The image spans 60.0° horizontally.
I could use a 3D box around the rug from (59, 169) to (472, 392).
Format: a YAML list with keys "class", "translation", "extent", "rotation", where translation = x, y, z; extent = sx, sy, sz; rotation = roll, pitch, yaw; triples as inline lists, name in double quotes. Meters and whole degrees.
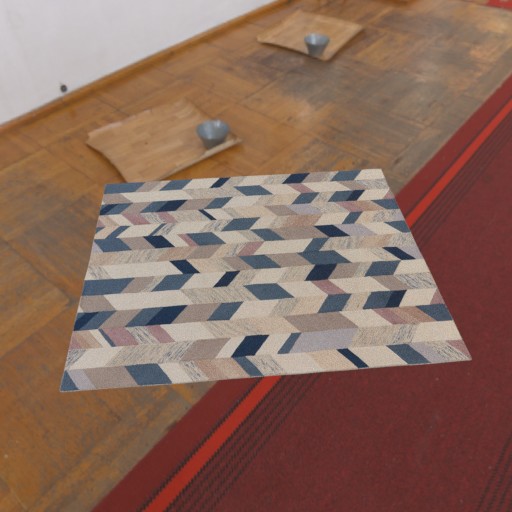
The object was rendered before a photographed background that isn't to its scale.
- class: "rug"
  translation: [0.000, 0.000, 4.101]
  extent: [3.072, 0.011, 2.451]
  rotation: [-4, 47, -4]
